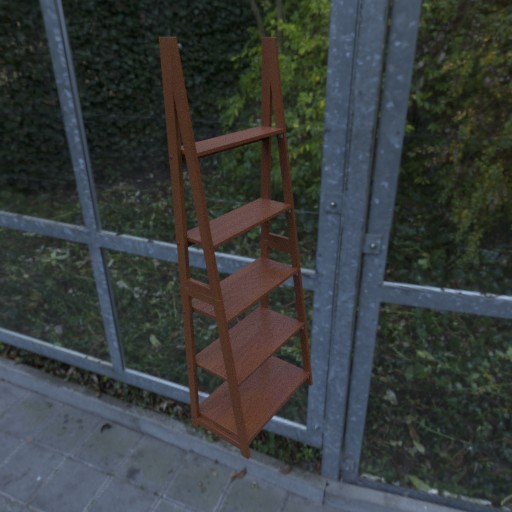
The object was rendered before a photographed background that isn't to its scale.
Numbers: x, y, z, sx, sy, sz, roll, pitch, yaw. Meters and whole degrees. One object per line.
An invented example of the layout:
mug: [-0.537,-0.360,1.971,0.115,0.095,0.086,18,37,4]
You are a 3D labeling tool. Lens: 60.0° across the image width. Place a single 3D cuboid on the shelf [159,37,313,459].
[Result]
shelf: [0.000,0.000,2.011,0.356,1.780,0.630,17,31,31]
